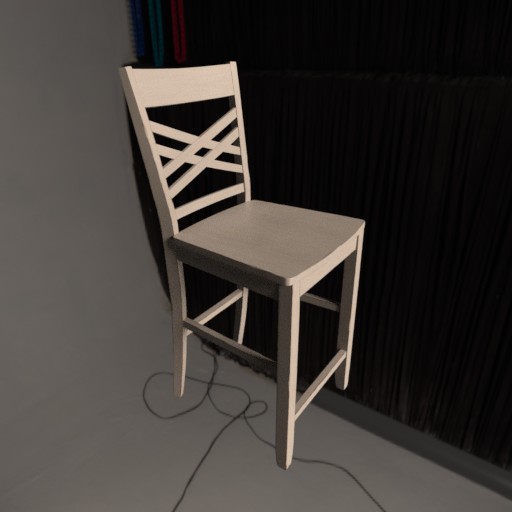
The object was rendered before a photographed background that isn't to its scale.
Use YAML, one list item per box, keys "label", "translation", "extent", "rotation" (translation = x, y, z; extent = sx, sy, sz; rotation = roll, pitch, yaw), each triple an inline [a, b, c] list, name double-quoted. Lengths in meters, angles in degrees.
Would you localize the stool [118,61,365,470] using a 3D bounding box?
- label: "stool"
  translation: [0.000, 0.000, 1.365]
  extent: [0.539, 1.079, 0.462]
  rotation: [16, 30, 31]
